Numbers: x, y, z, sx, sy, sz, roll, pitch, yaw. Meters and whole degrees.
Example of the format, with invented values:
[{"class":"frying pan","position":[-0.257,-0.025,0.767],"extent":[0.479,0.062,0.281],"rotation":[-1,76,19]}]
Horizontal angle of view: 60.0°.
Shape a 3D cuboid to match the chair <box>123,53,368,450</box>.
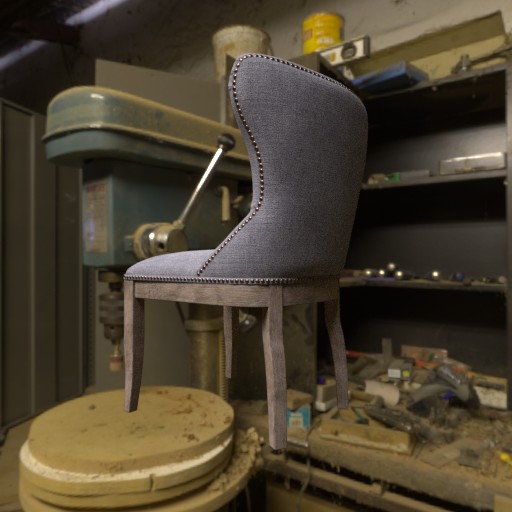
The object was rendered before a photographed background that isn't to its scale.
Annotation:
[{"class":"chair","position":[0.000,0.000,1.444],"extent":[0.681,1.002,0.654],"rotation":[0,0,37]}]
